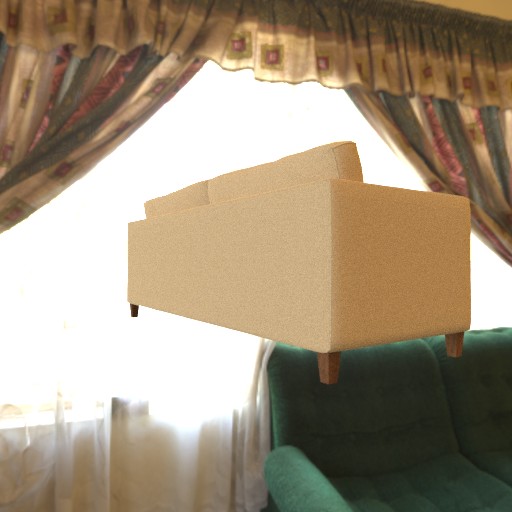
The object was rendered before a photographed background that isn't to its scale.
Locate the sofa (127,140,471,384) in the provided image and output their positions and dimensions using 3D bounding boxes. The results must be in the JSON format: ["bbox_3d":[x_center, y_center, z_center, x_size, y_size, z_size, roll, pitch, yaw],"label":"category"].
[{"bbox_3d":[0.000,0.000,2.820,0.951,0.968,2.361,0,0,-34],"label":"sofa"}]
